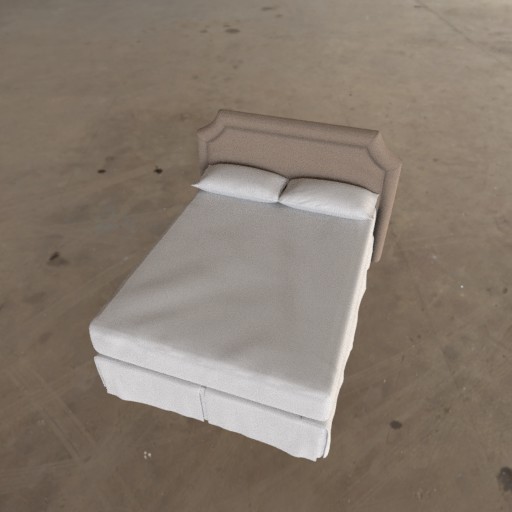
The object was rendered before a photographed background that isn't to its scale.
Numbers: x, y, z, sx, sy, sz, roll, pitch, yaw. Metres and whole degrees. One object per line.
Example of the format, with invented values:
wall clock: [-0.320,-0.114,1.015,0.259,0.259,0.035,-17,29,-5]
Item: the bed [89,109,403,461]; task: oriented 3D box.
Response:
bed: [0.000,0.000,3.356,1.828,1.303,2.164,12,42,14]
